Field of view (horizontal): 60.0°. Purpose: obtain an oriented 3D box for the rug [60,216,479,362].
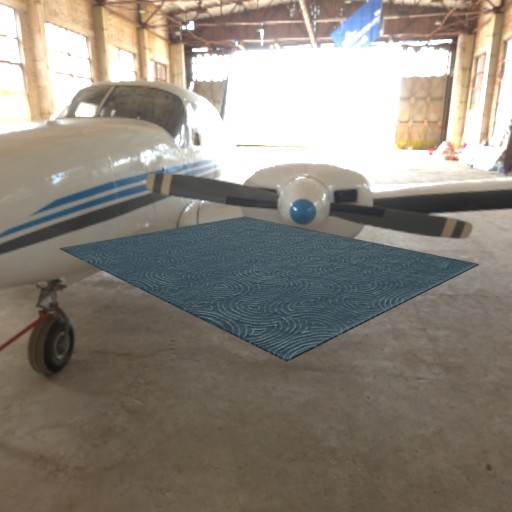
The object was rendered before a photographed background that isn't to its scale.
[{"bbox_3d":[0.000,0.000,4.082,2.432,0.012,3.033,-14,21,-41],"label":"rug"}]
